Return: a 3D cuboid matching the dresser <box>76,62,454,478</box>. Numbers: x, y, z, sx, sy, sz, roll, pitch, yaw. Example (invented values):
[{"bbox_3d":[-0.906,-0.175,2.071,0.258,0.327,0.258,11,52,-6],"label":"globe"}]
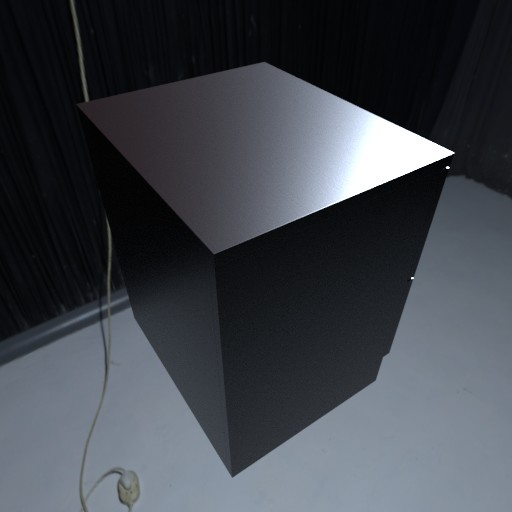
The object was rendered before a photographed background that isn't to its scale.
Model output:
[{"bbox_3d":[0.000,0.000,0.748,0.360,0.470,0.400,-24,47,-25],"label":"dresser"}]
